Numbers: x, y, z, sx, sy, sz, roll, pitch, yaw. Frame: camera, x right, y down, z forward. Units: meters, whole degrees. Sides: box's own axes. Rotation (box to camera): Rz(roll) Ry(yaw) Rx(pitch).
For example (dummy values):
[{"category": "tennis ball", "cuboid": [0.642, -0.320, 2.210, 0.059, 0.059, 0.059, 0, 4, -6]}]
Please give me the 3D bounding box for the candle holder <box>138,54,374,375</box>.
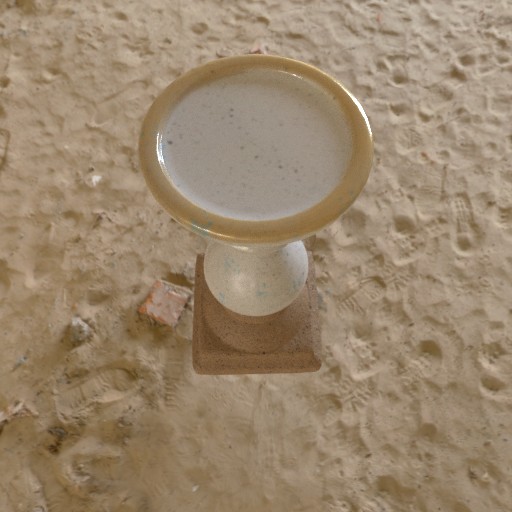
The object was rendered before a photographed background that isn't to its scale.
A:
[{"category": "candle holder", "cuboid": [0.000, 0.000, 0.297, 0.110, 0.239, 0.110, -1, 64, -1]}]
